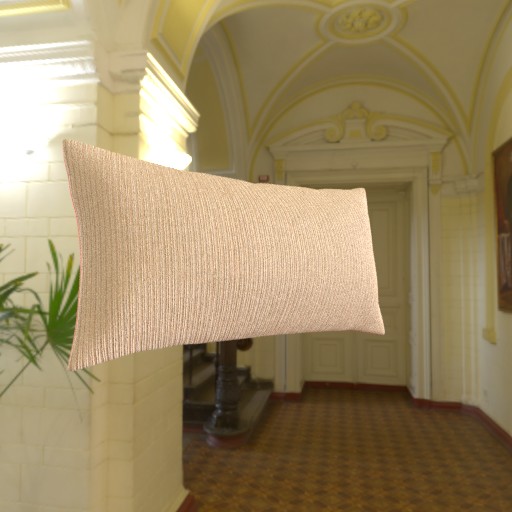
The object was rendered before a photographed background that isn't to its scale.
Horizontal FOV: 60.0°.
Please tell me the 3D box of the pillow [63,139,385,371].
[{"bbox_3d":[0.000,0.000,0.751,0.608,0.307,0.155,2,-3,-35],"label":"pillow"}]
